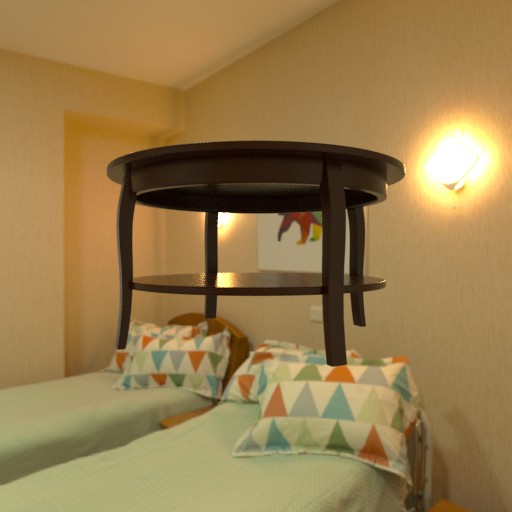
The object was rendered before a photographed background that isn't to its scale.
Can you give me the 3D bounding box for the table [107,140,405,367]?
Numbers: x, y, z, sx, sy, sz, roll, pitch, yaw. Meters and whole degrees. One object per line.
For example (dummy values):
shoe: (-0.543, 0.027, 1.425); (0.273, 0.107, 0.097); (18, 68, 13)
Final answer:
table: (0.000, 0.000, 1.427); (0.911, 0.512, 0.911); (0, 0, 0)
